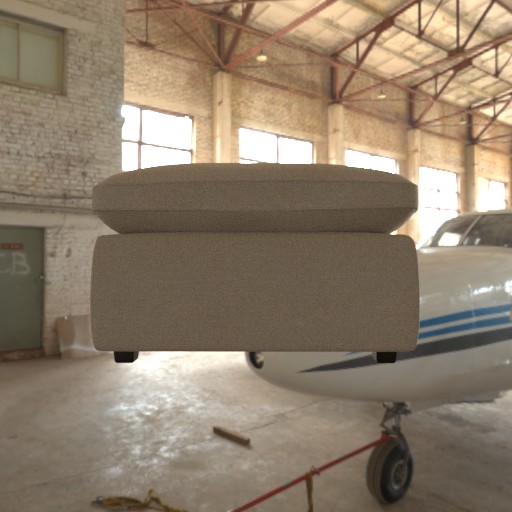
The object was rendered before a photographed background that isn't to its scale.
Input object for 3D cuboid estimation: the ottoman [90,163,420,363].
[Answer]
[{"bbox_3d":[0.000,0.000,1.346,0.686,0.453,0.984,0,0,0],"label":"ottoman"}]
